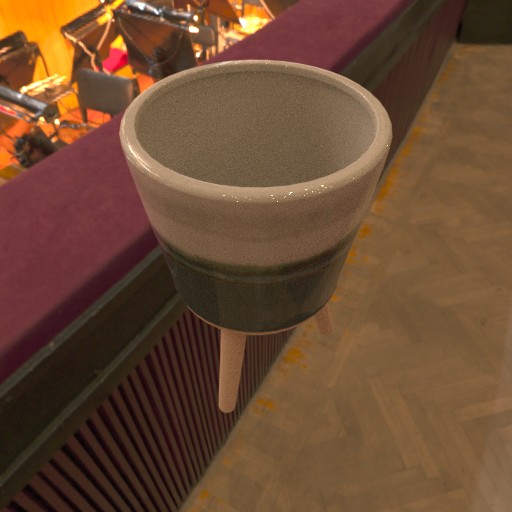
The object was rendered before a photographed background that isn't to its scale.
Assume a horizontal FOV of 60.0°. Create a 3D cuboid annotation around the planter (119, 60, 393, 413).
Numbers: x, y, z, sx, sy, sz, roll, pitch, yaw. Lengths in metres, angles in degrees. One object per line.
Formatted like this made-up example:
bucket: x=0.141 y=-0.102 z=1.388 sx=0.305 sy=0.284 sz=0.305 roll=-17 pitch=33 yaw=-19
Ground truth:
planter: x=0.000 y=0.000 z=0.476 sx=0.217 sy=0.331 sz=0.217 roll=26 pitch=51 yaw=22
